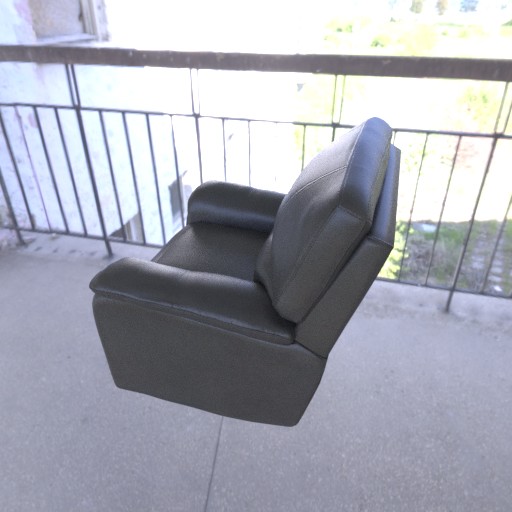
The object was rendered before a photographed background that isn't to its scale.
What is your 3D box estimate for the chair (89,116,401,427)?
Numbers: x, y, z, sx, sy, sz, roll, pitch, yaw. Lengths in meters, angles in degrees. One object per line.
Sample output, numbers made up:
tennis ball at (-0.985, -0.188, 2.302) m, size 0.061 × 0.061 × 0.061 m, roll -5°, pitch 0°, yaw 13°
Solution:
chair at (0.000, 0.000, 1.946) m, size 1.087 × 1.109 × 1.096 m, roll 9°, pitch 31°, yaw 15°
